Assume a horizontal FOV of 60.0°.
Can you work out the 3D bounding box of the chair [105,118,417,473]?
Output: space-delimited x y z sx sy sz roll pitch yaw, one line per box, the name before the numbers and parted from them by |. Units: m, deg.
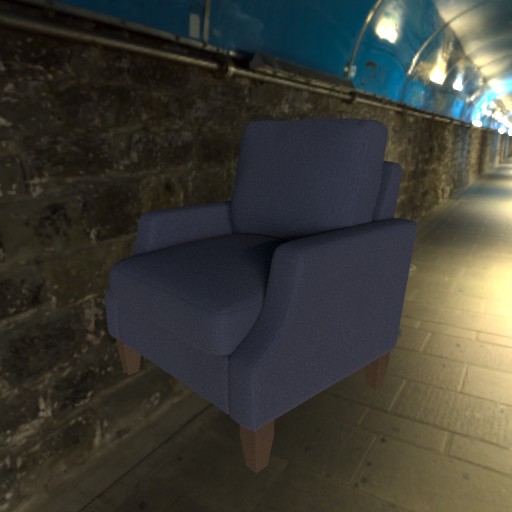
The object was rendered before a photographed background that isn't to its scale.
chair | 0.000 0.000 1.656 0.897 0.991 0.855 -14 20 -42
